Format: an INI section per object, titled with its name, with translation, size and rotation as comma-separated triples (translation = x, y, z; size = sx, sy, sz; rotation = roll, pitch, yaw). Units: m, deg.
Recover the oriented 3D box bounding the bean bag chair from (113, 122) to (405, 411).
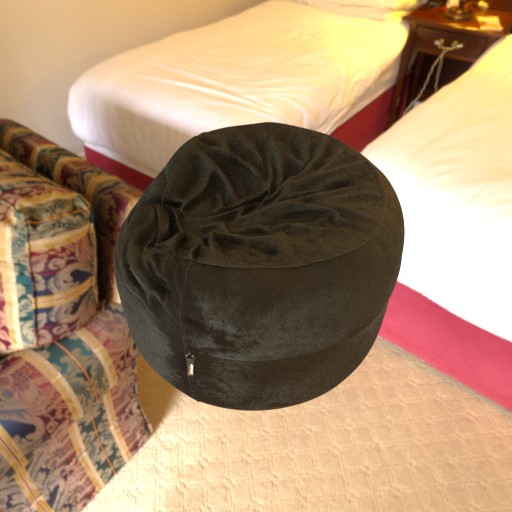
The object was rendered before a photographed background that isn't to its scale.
[bean bag chair]
translation = 0.000, 0.000, 1.489
size = 0.918, 0.605, 0.918
rotation = 0, 42, 0
